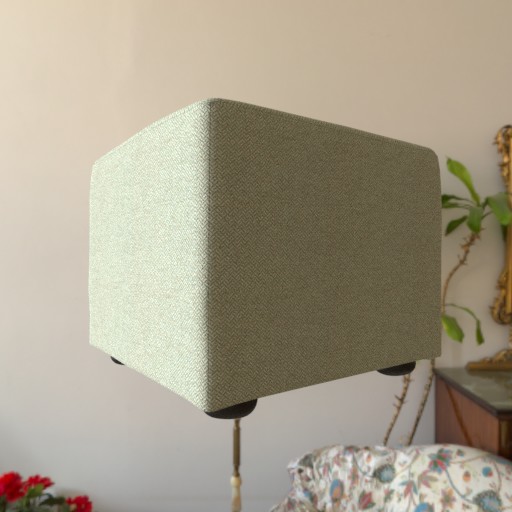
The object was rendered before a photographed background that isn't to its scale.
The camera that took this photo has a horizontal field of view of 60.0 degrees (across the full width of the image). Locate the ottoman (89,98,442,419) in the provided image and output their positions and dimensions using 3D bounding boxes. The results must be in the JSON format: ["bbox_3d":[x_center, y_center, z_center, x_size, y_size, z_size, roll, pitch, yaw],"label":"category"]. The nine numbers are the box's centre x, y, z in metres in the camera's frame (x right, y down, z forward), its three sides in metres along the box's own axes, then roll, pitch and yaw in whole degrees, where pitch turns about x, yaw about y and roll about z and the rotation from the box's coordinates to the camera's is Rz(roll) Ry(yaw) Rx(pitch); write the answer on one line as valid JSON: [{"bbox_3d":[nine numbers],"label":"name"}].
[{"bbox_3d":[0.000,0.000,0.885,0.521,0.453,0.512,0,0,-36],"label":"ottoman"}]
